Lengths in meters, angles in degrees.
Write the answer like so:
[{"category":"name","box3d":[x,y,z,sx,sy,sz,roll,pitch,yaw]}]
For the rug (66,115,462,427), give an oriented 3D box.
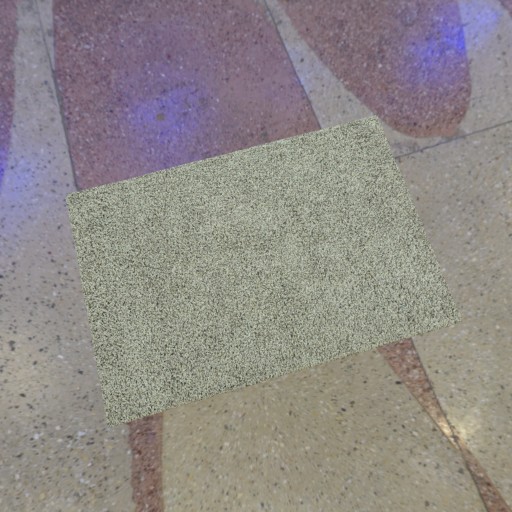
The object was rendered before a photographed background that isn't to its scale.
[{"category":"rug","box3d":[0.000,0.000,2.285,1.778,0.030,1.219,-15,74,-4]}]
